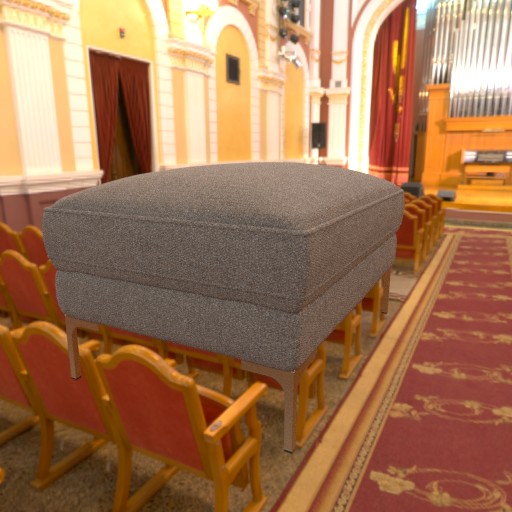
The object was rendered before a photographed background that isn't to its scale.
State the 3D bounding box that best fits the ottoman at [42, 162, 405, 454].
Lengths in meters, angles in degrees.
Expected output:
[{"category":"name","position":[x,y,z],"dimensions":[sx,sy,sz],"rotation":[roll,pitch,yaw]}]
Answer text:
[{"category":"ottoman","position":[0.000,0.000,1.133],"dimensions":[0.583,0.464,0.785],"rotation":[7,15,27]}]
